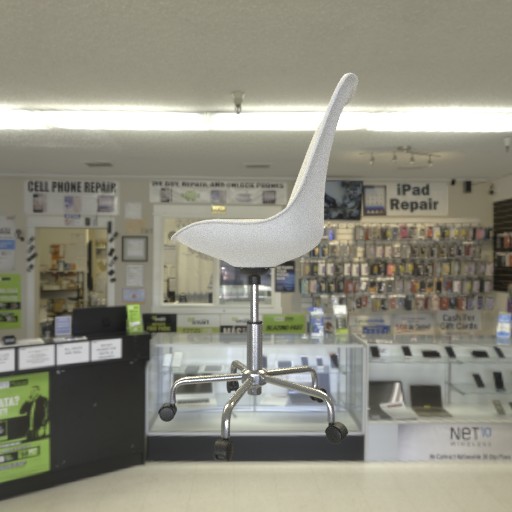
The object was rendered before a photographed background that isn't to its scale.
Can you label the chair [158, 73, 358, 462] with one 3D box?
[{"bbox_3d":[0.000,0.000,1.257,0.550,0.930,0.550,0,0,0],"label":"chair"}]
